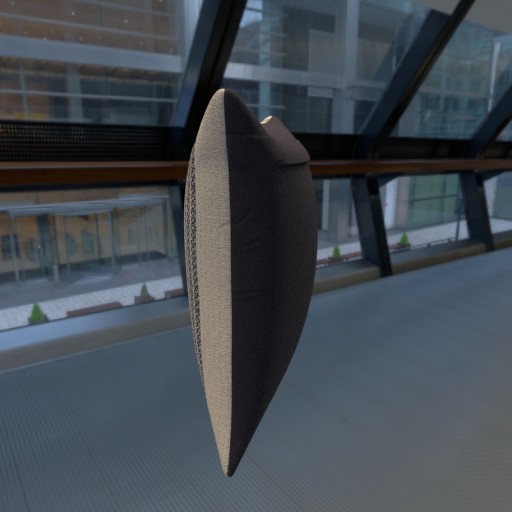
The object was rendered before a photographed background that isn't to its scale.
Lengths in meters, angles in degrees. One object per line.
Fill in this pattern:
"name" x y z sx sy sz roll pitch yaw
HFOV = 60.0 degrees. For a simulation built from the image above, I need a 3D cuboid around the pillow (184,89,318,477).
"pillow" 0.000 0.000 0.633 0.173 0.406 0.405 2 14 8
